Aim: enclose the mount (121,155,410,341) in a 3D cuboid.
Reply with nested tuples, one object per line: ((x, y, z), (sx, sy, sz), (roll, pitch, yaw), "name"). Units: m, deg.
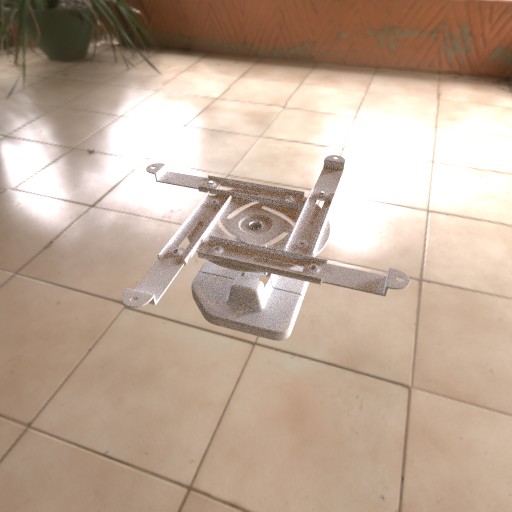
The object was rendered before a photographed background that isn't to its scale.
((0.000, 0.000, 0.618), (0.394, 0.141, 0.394), (12, 41, 14), "mount")
